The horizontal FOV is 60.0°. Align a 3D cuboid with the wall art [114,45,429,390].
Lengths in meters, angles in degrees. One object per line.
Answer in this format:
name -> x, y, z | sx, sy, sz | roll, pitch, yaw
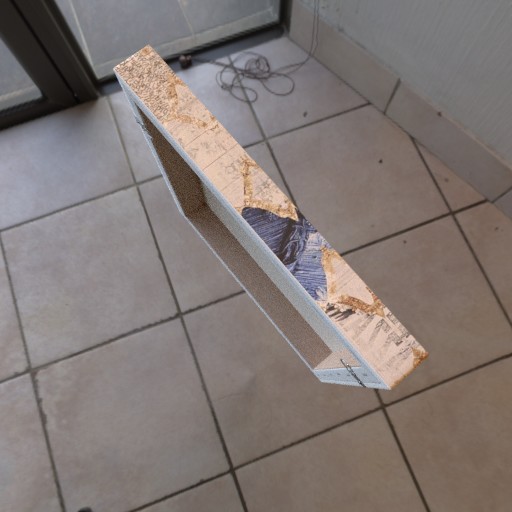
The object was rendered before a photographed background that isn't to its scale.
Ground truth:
wall art -> 0.000, 0.000, 0.453 | 0.036, 0.304, 0.303 | -39, 78, -9
